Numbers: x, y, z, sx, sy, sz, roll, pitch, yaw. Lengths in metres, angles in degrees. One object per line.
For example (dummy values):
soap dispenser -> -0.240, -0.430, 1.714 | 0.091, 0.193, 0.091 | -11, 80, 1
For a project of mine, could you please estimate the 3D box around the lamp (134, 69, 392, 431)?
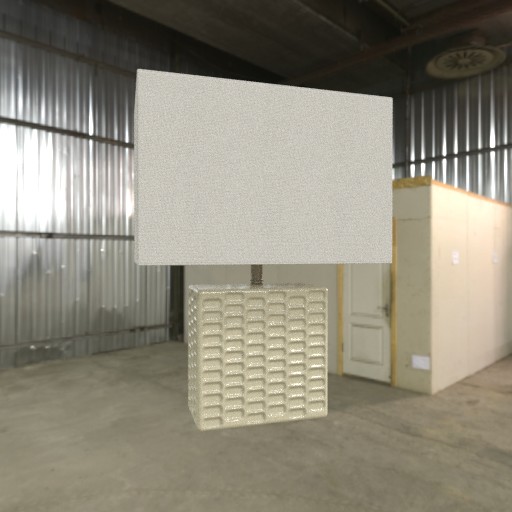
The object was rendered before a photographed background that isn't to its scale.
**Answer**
lamp -> 0.000, 0.000, 0.726 | 0.380, 0.515, 0.200 | 0, 1, -16
